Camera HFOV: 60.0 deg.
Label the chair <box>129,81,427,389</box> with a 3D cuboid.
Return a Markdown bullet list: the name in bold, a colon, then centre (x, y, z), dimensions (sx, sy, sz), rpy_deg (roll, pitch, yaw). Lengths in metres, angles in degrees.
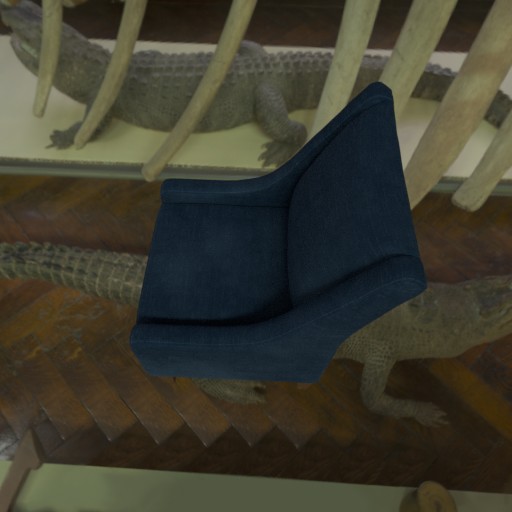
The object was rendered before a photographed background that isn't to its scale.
- **chair**: centre (0.000, 0.000, 1.672), dimensions (0.870, 1.014, 0.774), rpy_deg (2, 58, 1)
